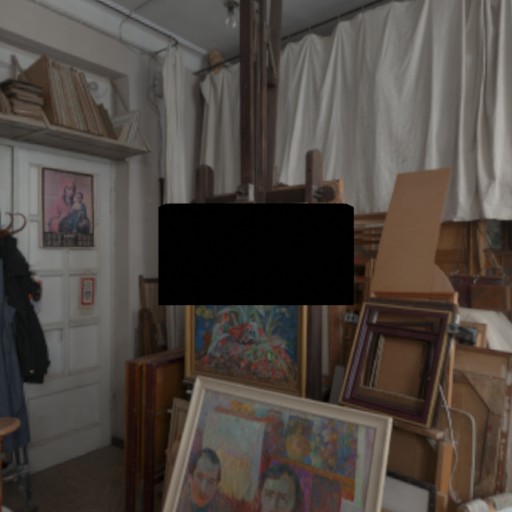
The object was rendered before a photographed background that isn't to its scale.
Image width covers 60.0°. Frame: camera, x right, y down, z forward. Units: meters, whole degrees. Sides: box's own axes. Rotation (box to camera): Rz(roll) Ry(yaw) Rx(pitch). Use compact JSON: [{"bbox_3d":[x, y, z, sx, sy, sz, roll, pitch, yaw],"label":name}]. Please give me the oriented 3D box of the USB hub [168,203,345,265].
[{"bbox_3d":[0.000,0.000,0.162,0.044,0.023,0.145,0,0,0],"label":"USB hub"}]
